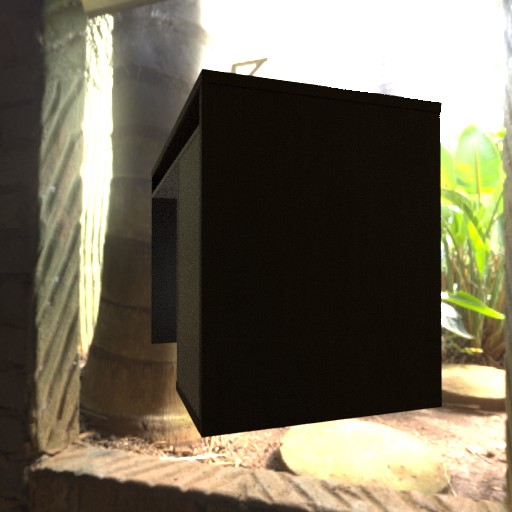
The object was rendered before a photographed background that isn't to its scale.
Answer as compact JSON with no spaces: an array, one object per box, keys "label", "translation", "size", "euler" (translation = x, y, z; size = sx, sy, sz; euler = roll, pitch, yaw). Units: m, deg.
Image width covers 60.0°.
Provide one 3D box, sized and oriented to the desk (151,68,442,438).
[{"label":"desk","translation":[0.000,0.000,1.513],"size":[0.600,0.750,1.100],"euler":[0,-1,-19]}]
